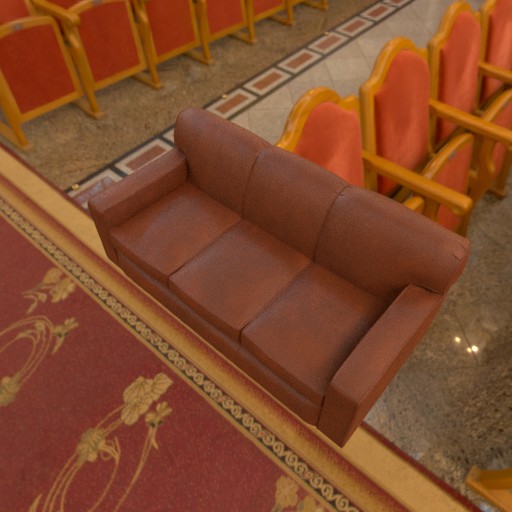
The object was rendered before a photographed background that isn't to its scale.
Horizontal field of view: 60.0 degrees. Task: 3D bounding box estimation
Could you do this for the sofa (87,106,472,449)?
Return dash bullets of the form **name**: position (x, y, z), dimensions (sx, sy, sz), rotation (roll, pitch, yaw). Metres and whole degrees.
- **sofa**: position (0.000, 0.000, 2.678), dimensions (2.039, 0.953, 1.008), rotation (33, 56, 26)
